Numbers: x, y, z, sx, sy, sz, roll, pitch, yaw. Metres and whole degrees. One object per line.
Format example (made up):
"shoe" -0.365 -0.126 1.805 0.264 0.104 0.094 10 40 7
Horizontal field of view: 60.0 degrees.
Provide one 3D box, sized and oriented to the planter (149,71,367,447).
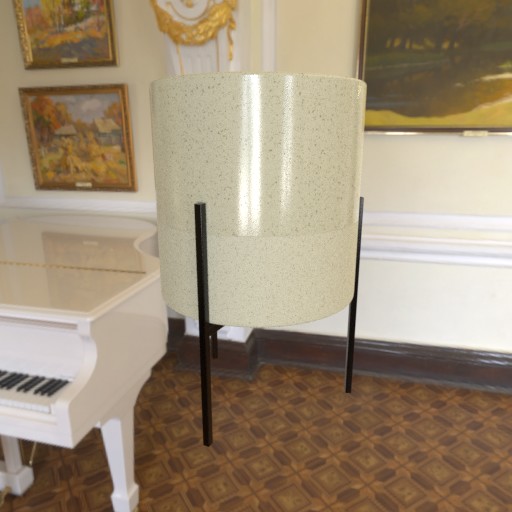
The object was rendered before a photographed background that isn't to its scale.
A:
"planter" 0.000 0.000 0.537 0.234 0.390 0.243 8 17 25
